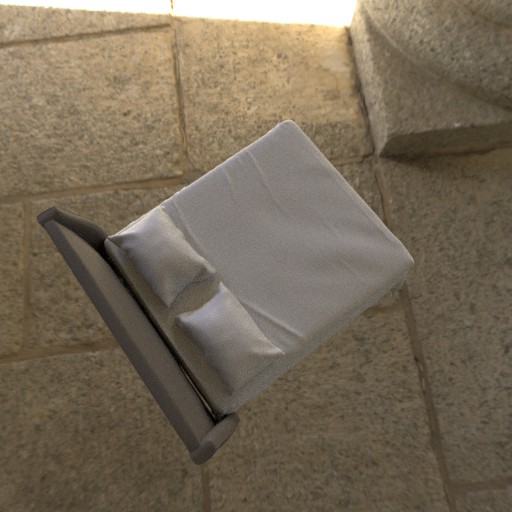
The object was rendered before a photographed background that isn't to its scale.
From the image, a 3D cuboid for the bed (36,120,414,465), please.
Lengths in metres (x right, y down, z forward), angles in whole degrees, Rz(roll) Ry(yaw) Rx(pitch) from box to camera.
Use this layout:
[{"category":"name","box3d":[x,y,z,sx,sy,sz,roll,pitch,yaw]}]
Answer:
[{"category":"bed","box3d":[0.000,0.000,3.539,2.276,1.332,1.925,-36,77,-9]}]
